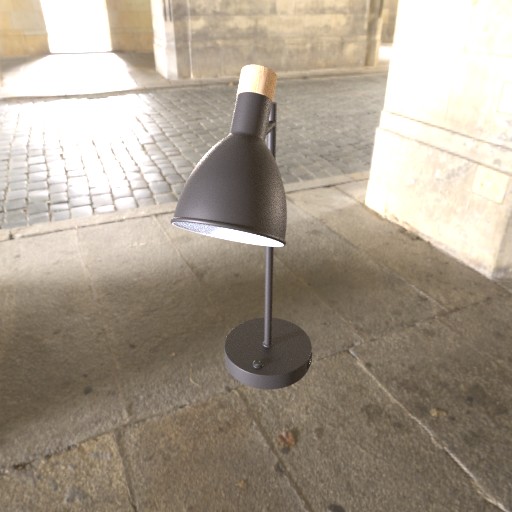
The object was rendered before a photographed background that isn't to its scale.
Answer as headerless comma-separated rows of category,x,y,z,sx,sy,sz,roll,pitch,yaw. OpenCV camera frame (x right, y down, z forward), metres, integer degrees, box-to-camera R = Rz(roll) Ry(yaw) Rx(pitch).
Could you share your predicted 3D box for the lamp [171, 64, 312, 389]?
lamp,0.000,0.000,0.605,0.152,0.483,0.287,10,31,16
